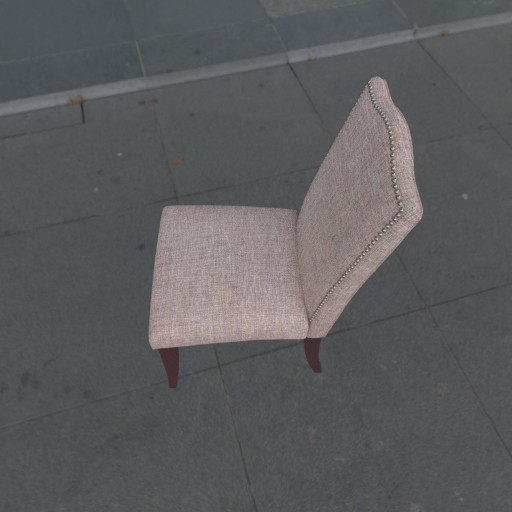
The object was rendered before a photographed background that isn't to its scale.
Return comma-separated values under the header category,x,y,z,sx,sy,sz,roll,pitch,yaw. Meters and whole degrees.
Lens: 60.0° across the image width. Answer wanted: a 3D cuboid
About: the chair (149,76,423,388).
category,x,y,z,sx,sy,sz,roll,pitch,yaw
chair,0.000,0.000,1.372,0.660,1.016,0.513,-1,58,-1
